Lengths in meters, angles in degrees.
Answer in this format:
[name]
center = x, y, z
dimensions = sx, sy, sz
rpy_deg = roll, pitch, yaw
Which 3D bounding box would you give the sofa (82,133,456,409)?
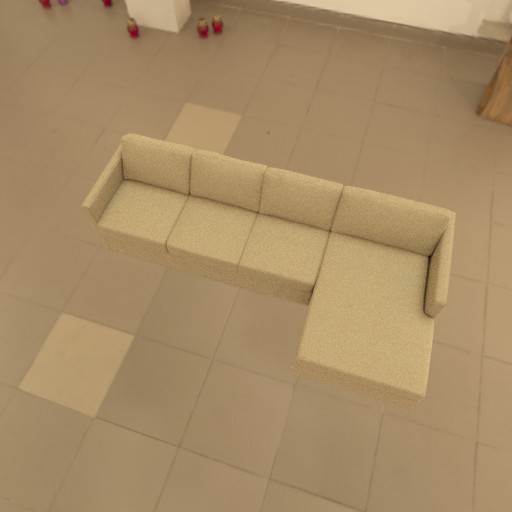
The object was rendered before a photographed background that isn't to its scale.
[sofa]
center = 0.000, 0.000, 3.927
dimensions = 3.177, 0.867, 1.622
rpy_deg = 15, 60, 9
